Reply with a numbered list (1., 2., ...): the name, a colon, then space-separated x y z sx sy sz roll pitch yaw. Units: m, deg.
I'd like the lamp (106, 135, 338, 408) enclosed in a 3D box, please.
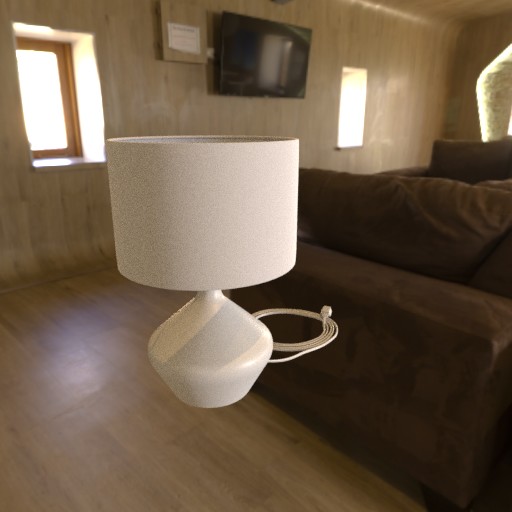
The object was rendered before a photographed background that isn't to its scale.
1. lamp: 0.000 0.000 0.878 0.546 0.457 0.401 -9 19 -27
